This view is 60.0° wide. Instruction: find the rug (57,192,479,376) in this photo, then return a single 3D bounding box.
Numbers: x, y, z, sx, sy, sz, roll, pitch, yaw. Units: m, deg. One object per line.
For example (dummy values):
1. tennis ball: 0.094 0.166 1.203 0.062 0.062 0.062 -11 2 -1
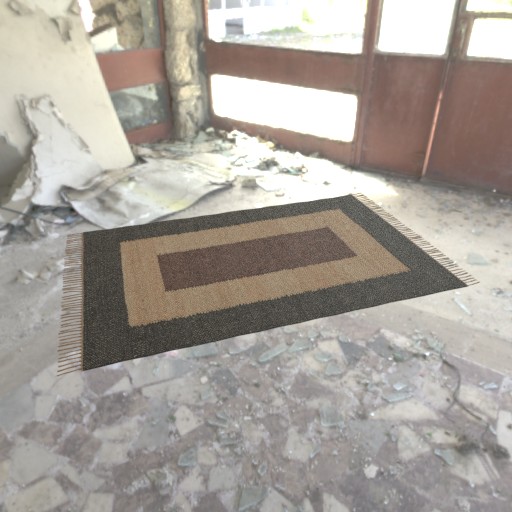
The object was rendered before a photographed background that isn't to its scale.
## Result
1. rug: 0.000 0.000 1.867 1.541 0.013 0.920 -10 33 -15
